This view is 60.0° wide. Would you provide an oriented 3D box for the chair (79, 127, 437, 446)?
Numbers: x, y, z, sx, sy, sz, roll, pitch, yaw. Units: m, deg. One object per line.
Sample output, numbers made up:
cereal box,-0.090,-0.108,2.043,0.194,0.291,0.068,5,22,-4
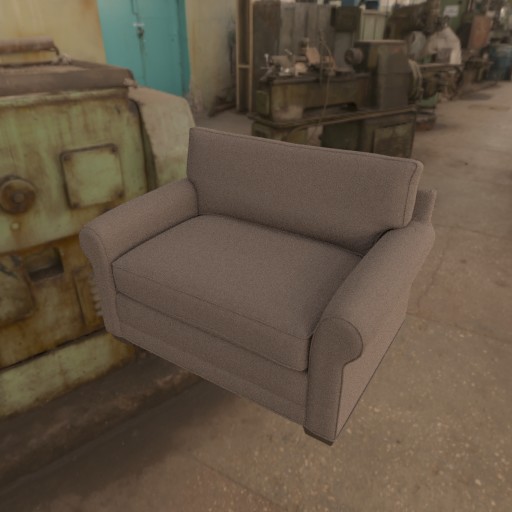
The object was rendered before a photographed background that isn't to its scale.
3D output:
chair,0.000,0.000,2.045,1.390,0.930,0.930,17,33,28
